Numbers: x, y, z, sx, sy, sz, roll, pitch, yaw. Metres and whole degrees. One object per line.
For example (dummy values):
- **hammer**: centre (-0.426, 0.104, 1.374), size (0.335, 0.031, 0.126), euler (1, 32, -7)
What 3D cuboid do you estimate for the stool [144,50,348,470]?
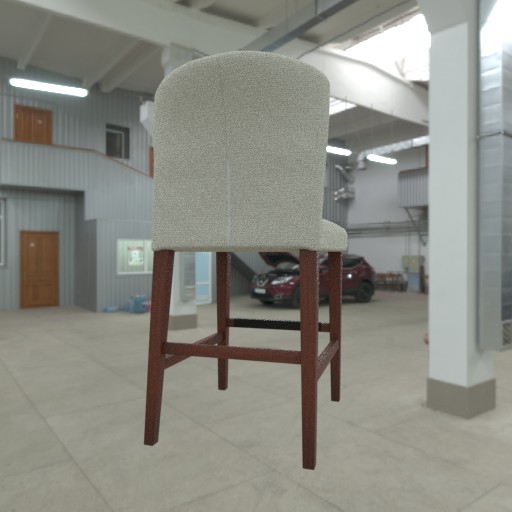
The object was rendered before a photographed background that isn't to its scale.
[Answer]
- **stool**: centre (0.000, 0.000, 1.312), size (0.481, 0.969, 0.568), euler (0, 0, 18)
